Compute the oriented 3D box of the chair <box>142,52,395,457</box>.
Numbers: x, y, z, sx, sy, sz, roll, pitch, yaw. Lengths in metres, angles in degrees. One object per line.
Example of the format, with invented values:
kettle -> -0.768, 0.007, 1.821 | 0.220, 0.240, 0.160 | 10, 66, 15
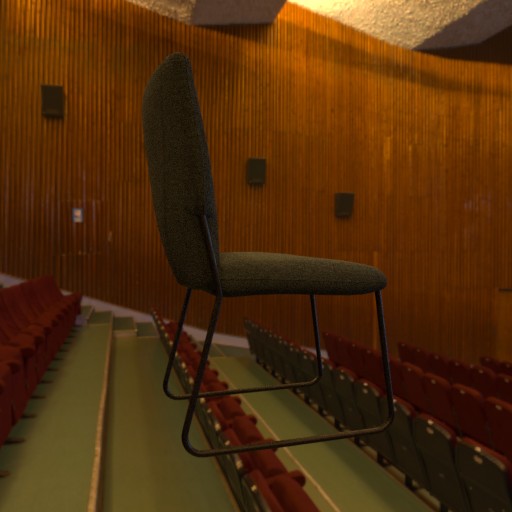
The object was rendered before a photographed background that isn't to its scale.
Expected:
chair -> 0.000, 0.000, 1.281 | 0.635, 0.931, 0.480 | 0, 1, -18
